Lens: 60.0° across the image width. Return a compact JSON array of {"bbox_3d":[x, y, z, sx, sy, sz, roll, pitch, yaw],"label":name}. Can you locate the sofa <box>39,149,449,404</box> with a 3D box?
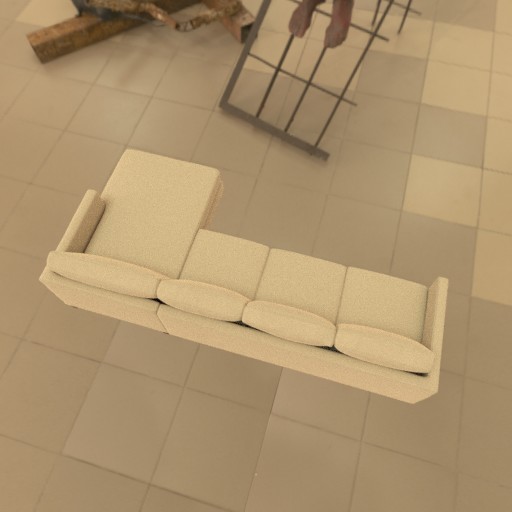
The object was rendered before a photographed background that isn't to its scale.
[{"bbox_3d":[0.000,0.000,3.915,3.186,0.861,1.625,14,65,7],"label":"sofa"}]
